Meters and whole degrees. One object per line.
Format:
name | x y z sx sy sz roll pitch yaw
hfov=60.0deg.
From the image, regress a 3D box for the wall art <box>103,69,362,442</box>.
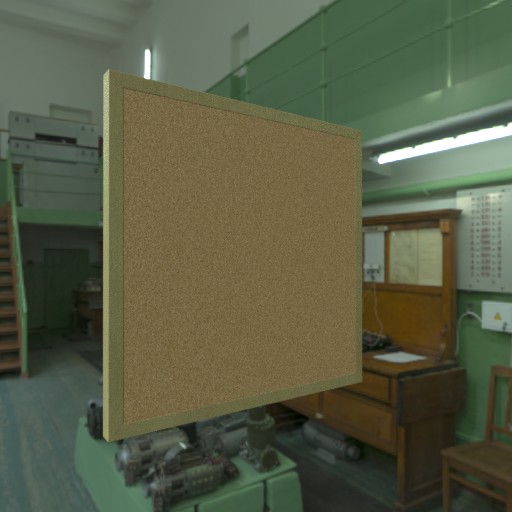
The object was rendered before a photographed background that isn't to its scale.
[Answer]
wall art | 0.000 0.000 1.139 0.763 0.763 0.037 0 0 -35
